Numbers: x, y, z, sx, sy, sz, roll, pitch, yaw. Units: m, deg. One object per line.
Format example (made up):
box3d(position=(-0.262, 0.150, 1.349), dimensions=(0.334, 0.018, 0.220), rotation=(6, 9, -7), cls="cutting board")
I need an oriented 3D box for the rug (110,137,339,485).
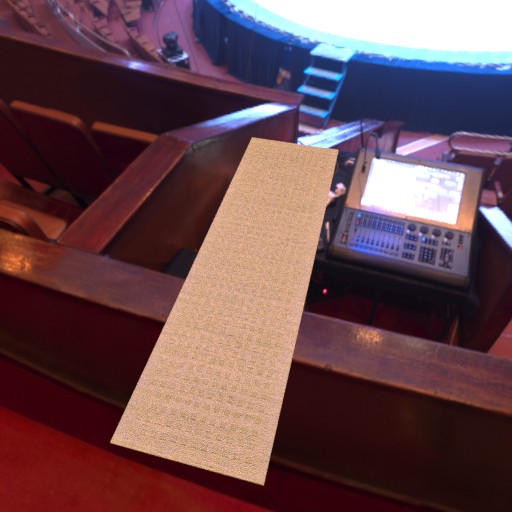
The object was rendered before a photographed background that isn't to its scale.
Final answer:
box3d(position=(0.000, 0.000, 2.661), dimensions=(0.686, 0.006, 2.437), rotation=(11, 49, 10), cls="rug")
